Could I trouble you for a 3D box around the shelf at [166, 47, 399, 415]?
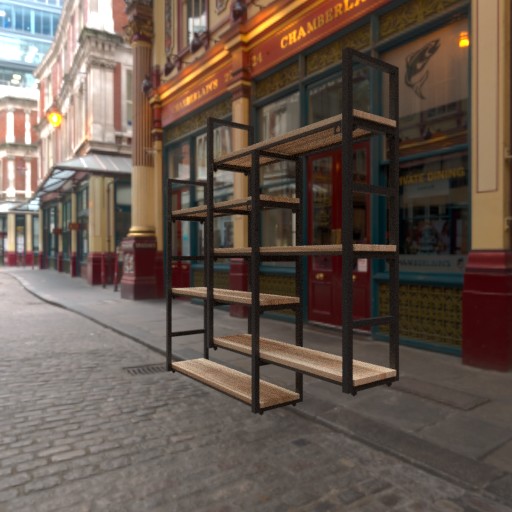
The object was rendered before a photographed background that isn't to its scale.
[{"bbox_3d":[0.000,0.000,1.408,0.183,0.921,0.946,0,0,-36],"label":"shelf"}]
